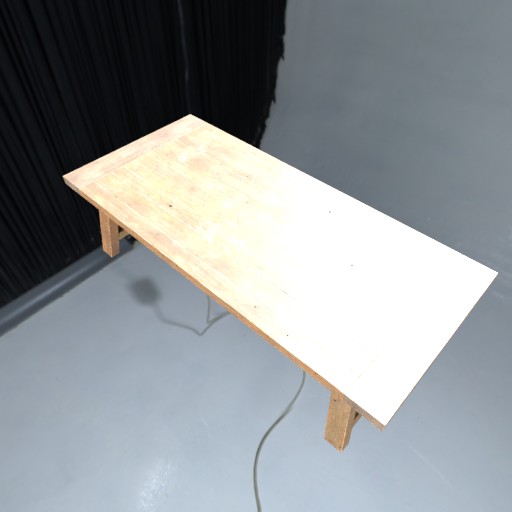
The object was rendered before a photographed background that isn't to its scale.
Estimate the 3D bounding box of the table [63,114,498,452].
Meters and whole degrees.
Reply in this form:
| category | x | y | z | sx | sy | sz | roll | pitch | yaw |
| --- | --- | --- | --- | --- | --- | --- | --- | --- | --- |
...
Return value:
| category | x | y | z | sx | sy | sz | roll | pitch | yaw |
| --- | --- | --- | --- | --- | --- | --- | --- | --- | --- |
| table | 0.000 | 0.000 | 2.101 | 1.800 | 0.465 | 0.820 | 34 | 55 | 28 |
